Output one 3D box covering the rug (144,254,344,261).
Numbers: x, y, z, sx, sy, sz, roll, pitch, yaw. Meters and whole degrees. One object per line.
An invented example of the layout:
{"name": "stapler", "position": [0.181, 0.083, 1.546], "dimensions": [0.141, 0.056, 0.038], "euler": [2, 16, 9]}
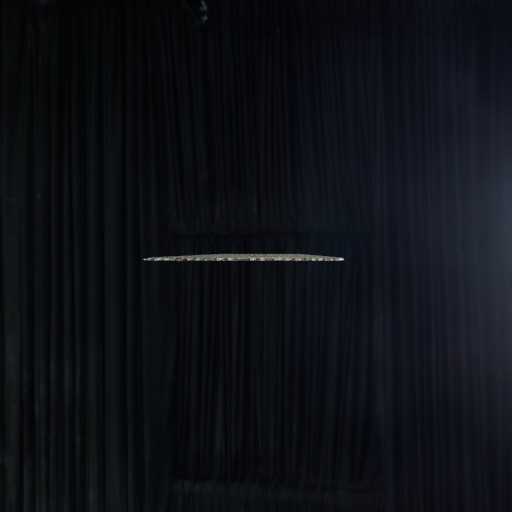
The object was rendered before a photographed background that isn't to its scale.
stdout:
{"name": "rug", "position": [0.000, 0.000, 2.946], "dimensions": [0.762, 0.011, 2.664], "euler": [0, 1, 2]}
